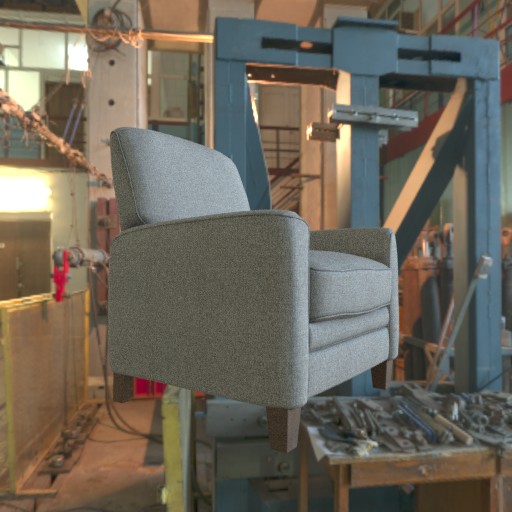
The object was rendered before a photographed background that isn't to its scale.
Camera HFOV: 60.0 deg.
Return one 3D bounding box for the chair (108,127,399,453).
[{"bbox_3d":[0.000,0.000,1.646,0.864,1.014,0.848,-1,-1,36],"label":"chair"}]
